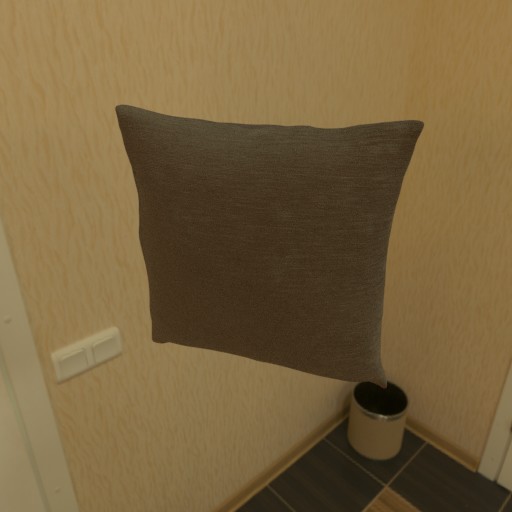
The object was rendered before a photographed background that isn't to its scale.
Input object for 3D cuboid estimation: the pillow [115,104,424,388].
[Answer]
[{"bbox_3d":[0.000,0.000,0.702,0.452,0.439,0.204,8,27,17],"label":"pillow"}]
